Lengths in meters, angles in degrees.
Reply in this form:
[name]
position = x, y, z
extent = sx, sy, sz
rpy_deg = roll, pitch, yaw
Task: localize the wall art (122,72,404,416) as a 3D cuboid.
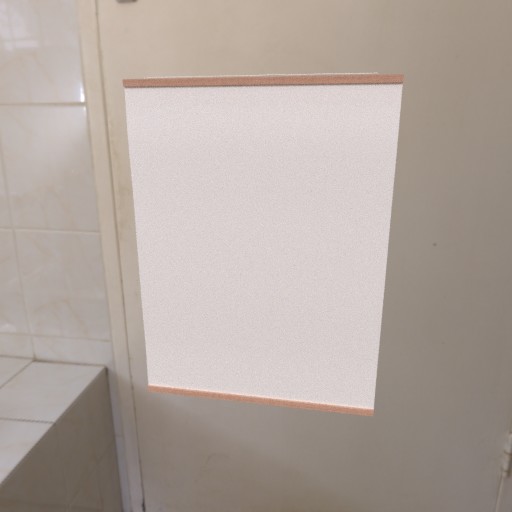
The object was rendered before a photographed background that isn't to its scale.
[wall art]
position = 0.000, 0.000, 1.330
extent = 0.758, 1.013, 0.020
rpy_deg = 3, 17, 10
